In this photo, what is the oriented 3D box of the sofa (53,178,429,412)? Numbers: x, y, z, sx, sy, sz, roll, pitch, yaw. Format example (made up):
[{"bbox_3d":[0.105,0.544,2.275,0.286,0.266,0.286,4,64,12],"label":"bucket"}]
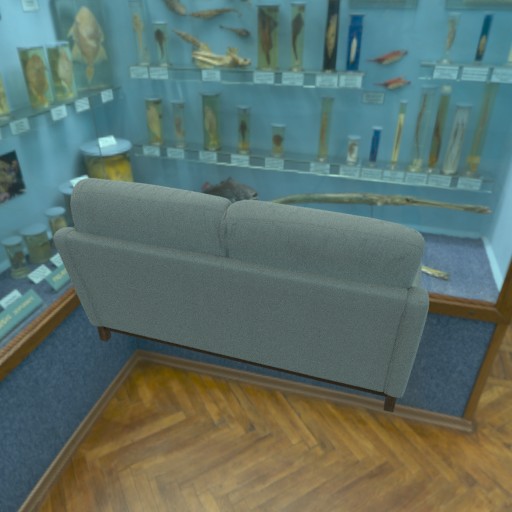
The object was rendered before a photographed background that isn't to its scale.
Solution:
[{"bbox_3d":[0.000,0.000,2.237,1.589,0.921,0.987,10,33,15],"label":"sofa"}]
